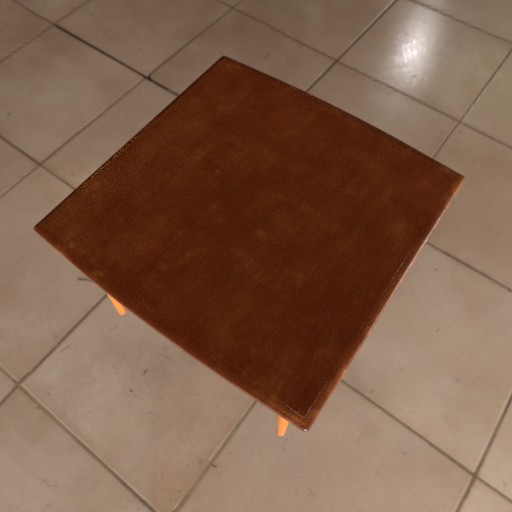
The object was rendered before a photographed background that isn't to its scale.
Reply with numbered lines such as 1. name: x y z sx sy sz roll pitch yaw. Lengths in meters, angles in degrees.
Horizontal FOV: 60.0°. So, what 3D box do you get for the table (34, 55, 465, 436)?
1. table: 0.000 0.000 1.714 0.991 0.754 0.991 33 67 15
